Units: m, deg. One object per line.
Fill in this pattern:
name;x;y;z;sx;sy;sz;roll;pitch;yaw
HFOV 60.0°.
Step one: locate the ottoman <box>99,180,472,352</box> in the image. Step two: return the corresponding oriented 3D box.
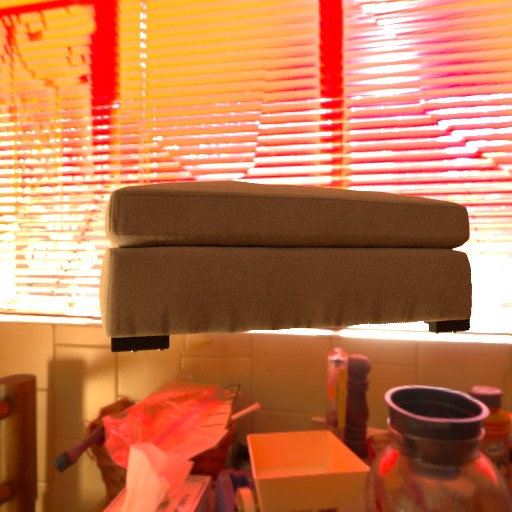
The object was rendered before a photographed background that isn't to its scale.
ottoman;0.000;0.000;1.840;1.203;0.517;1.171;0;0;-18
